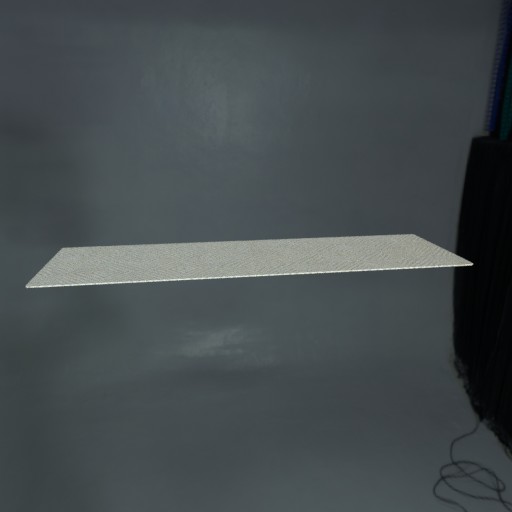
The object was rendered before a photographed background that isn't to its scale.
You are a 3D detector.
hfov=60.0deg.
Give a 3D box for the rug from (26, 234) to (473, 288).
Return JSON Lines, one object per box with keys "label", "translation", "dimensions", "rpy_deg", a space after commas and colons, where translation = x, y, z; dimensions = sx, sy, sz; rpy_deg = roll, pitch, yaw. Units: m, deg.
{"label": "rug", "translation": [0.000, 0.000, 2.541], "dimensions": [2.277, 0.008, 0.676], "rpy_deg": [-3, 17, -8]}
